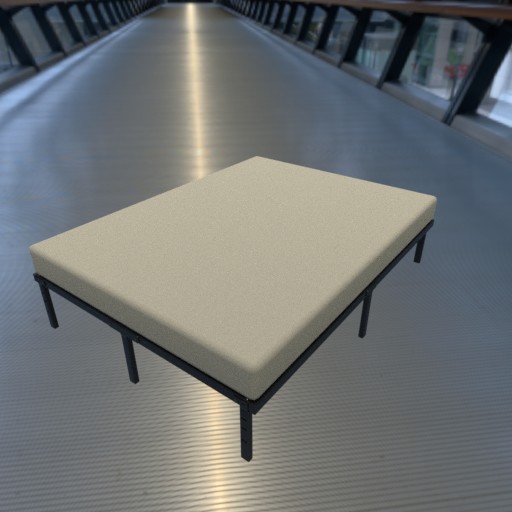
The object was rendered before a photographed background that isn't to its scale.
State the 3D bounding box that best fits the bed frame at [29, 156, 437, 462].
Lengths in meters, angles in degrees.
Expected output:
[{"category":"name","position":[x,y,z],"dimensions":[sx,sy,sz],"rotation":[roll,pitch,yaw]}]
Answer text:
[{"category":"bed frame","position":[0.000,0.000,3.583],"dimensions":[1.990,0.680,2.635],"rotation":[21,36,32]}]
